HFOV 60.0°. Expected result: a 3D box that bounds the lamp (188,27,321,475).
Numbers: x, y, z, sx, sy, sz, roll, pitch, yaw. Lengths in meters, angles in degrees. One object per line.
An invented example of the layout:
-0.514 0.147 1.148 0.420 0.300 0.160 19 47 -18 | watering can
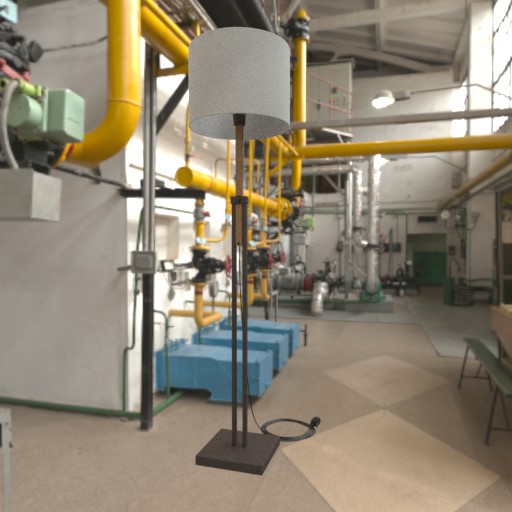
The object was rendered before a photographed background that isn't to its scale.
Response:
0.000 0.000 1.906 0.474 1.650 0.639 0 1 17 | lamp
